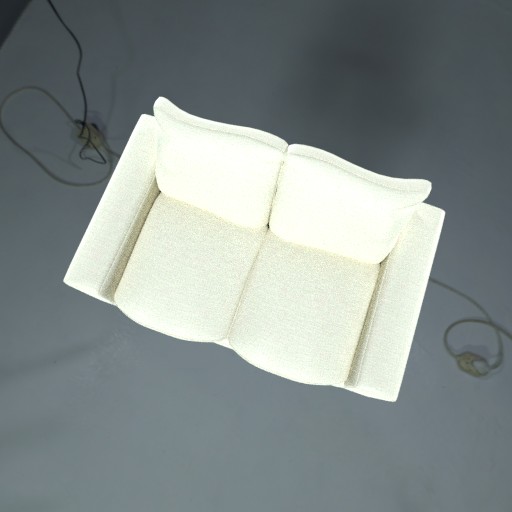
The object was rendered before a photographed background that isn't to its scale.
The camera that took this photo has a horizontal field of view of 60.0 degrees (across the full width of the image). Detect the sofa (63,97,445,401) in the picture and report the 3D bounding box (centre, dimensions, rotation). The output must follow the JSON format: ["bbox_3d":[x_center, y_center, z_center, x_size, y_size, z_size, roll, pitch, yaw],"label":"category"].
[{"bbox_3d":[0.000,0.000,2.379,1.754,0.875,1.091,19,76,5],"label":"sofa"}]
